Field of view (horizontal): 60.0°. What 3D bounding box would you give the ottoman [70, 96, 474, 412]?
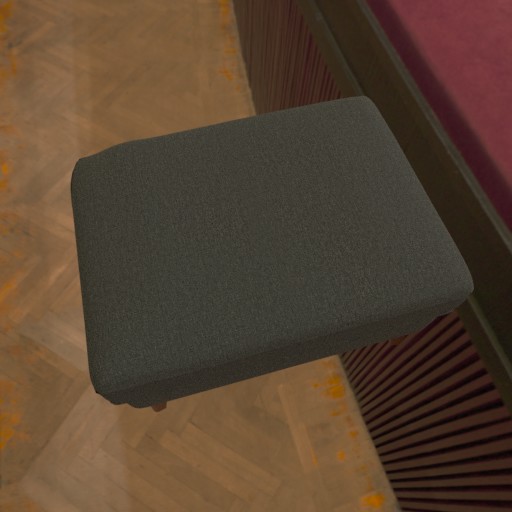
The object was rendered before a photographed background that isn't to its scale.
[{"bbox_3d":[0.000,0.000,1.215,0.835,0.503,0.629,-14,63,-7],"label":"ottoman"}]
